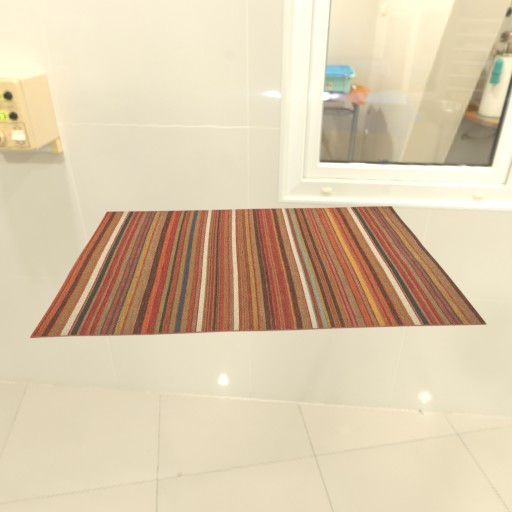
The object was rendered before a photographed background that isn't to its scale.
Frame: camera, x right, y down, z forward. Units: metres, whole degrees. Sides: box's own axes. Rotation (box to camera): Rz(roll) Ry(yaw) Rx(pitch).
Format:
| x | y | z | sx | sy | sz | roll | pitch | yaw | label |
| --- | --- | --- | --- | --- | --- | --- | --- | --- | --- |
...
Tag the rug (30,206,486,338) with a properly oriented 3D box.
| x | y | z | sx | sy | sz | roll | pitch | yaw | label |
| --- | --- | --- | --- | --- | --- | --- | --- | --- | --- |
| 0.000 | 0.000 | 2.298 | 1.828 | 0.007 | 1.217 | -1 | 30 | -2 | rug |
